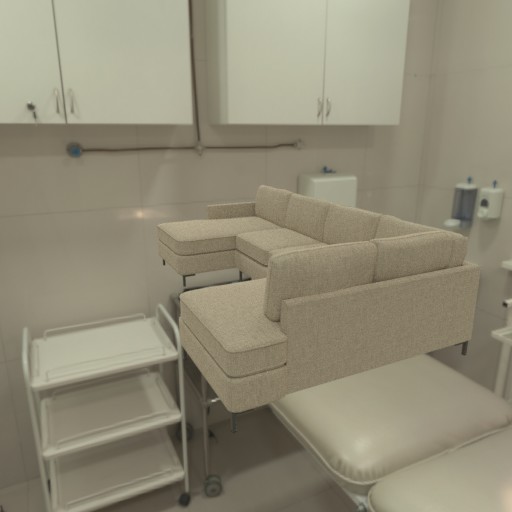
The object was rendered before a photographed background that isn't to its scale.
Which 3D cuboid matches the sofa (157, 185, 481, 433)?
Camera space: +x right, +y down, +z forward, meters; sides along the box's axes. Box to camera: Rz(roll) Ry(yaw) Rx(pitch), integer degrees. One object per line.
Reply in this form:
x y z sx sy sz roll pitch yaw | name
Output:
0.000 0.000 4.300 2.021 0.996 3.423 -8 18 -25 | sofa
